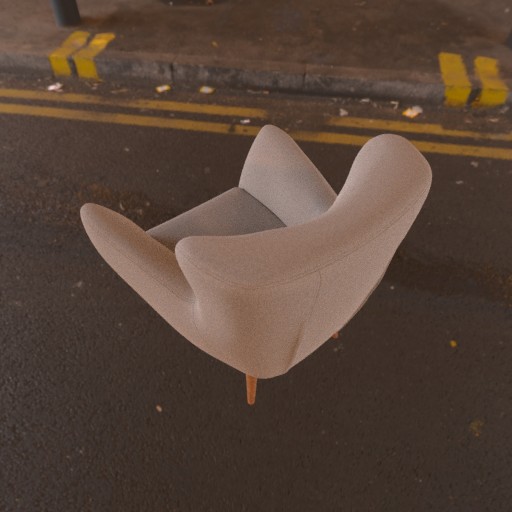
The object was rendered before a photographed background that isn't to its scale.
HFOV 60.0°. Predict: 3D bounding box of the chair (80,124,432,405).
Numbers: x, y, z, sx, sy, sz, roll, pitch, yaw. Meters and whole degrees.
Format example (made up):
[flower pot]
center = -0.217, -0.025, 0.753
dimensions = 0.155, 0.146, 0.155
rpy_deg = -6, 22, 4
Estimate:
[chair]
center = 0.000, 0.000, 1.585
dimensions = 0.890, 0.889, 0.889
rpy_deg = -31, 53, -26
